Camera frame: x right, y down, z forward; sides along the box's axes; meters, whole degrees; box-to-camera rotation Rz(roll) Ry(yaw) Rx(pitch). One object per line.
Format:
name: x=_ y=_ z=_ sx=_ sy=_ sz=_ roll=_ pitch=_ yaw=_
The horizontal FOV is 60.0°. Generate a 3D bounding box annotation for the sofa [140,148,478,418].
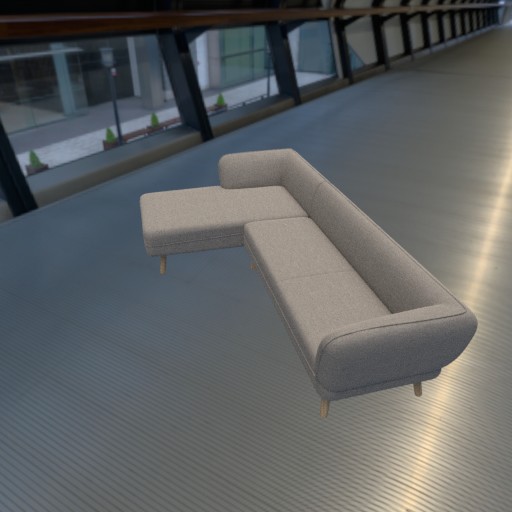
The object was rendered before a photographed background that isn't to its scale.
sofa: x=0.000 y=0.000 z=3.167 sx=1.532 sy=0.693 sz=2.653 roll=-8 pitch=32 yaw=-13
